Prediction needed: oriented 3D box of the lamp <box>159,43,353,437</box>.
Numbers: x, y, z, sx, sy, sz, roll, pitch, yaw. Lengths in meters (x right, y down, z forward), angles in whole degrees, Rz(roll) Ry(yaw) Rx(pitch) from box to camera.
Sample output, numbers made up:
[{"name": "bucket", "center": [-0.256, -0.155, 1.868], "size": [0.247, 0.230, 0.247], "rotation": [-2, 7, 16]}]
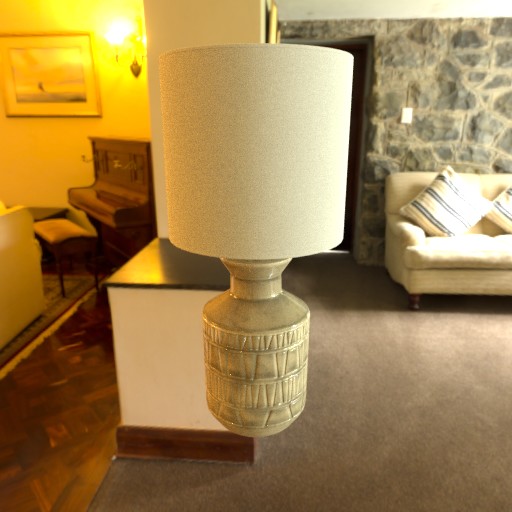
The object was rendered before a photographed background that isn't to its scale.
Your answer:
[{"name": "lamp", "center": [0.000, 0.000, 0.556], "size": [0.211, 0.455, 0.211], "rotation": [16, 23, 42]}]
